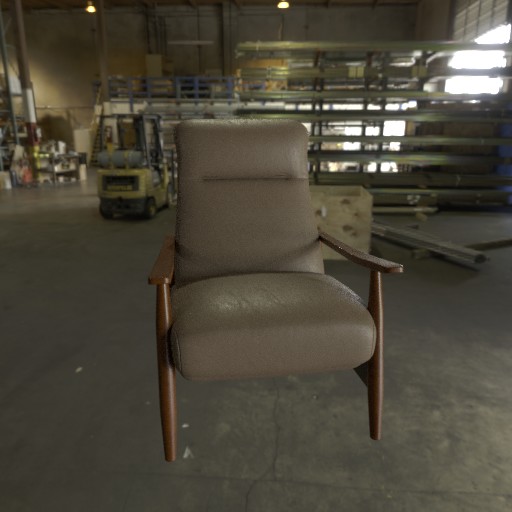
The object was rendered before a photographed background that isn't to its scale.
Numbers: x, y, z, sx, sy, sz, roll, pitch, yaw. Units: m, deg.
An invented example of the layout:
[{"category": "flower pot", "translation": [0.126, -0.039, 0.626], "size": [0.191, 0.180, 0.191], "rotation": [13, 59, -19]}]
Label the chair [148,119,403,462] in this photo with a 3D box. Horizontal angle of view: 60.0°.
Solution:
[{"category": "chair", "translation": [0.000, 0.000, 1.788], "size": [0.762, 1.082, 1.014], "rotation": [-2, 16, -8]}]
